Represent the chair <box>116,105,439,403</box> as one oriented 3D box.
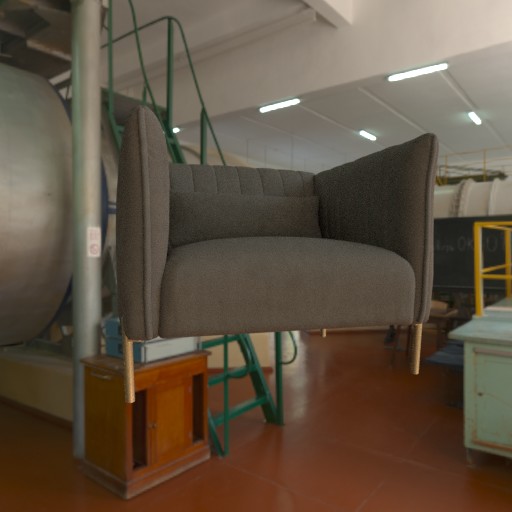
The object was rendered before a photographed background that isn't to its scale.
[{"bbox_3d":[0.000,0.000,1.627,0.981,0.779,0.873,0,1,-18],"label":"chair"}]
